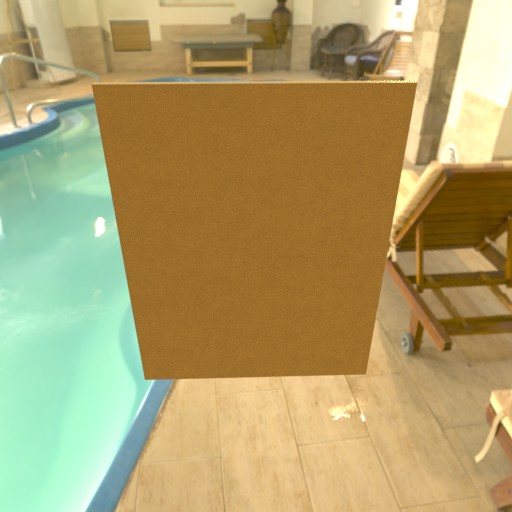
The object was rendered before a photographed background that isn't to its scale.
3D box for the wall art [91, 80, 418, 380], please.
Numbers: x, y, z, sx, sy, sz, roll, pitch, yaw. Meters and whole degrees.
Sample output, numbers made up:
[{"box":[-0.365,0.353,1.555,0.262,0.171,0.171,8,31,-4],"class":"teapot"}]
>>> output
[{"box":[0.000,0.000,1.355,0.798,1.002,0.030,-1,31,-2],"class":"wall art"}]
